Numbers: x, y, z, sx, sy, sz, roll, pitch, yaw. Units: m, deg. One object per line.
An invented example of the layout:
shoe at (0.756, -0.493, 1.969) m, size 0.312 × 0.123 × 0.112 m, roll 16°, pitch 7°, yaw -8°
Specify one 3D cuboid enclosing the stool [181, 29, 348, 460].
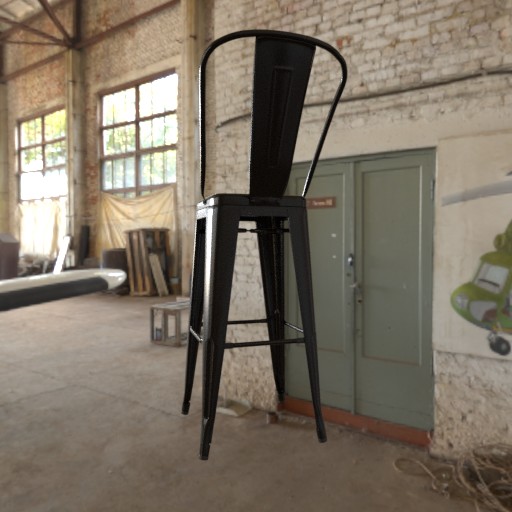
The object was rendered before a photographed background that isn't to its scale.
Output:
stool at (0.000, 0.000, 1.323) m, size 0.399 × 1.096 × 0.513 m, roll -1°, pitch 2°, yaw -18°
